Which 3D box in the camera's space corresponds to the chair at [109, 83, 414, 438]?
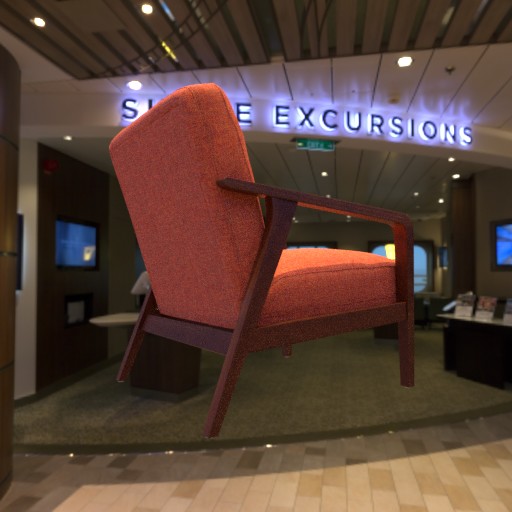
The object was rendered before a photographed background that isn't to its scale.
[{"bbox_3d":[0.000,0.000,1.536,0.860,0.890,0.719,1,-2,-35],"label":"chair"}]
